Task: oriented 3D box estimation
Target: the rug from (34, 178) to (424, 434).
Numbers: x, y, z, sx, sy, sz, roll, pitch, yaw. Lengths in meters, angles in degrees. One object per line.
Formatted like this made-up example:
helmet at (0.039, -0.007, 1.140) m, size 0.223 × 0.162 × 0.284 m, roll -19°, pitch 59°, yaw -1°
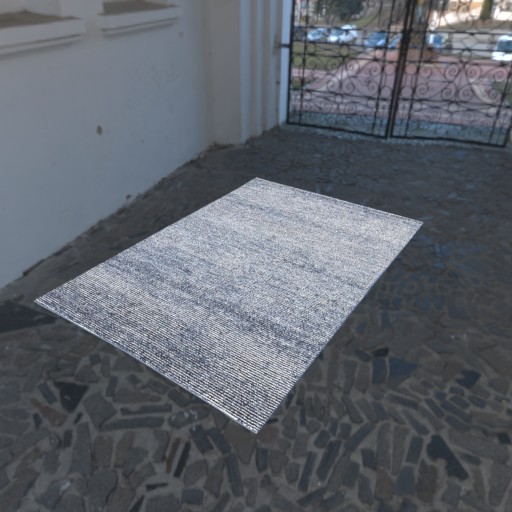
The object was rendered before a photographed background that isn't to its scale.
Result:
rug at (0.000, 0.000, 3.086) m, size 1.624 × 0.030 × 2.349 m, roll 20°, pitch 37°, yaw 29°
